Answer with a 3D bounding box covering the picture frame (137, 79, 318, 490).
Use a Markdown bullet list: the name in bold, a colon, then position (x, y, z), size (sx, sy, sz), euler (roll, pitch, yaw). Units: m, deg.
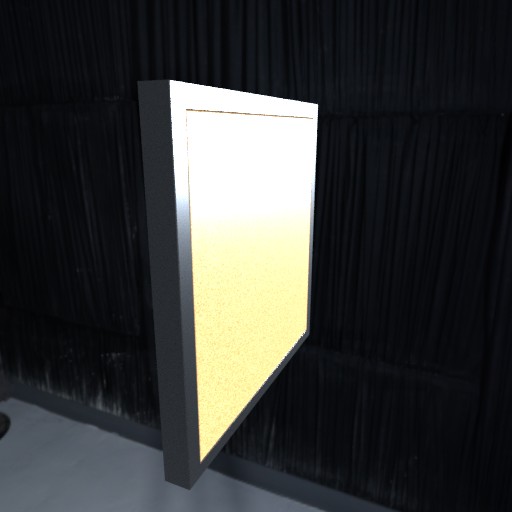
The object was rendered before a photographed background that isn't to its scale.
- **picture frame**: position (0.000, 0.000, 0.520), size (0.029, 0.353, 0.355), euler (7, 17, 23)
